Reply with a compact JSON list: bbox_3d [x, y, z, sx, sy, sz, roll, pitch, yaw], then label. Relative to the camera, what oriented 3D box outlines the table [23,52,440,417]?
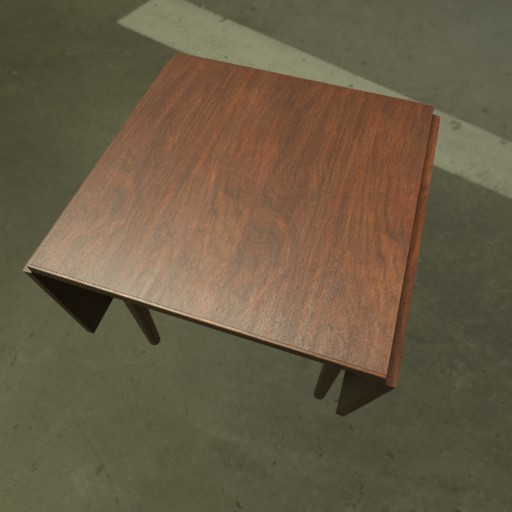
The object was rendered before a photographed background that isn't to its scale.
[{"bbox_3d":[0.000,0.000,1.427,0.843,0.763,0.812,16,60,9],"label":"table"}]
